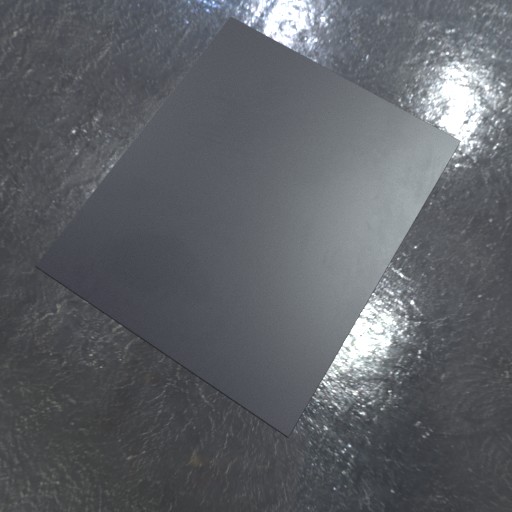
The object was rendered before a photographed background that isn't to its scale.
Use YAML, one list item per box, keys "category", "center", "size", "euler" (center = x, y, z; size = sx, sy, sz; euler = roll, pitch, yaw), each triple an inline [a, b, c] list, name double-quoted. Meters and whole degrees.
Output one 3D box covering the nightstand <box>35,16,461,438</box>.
- category: "nightstand"
  center: [0.000, 0.000, 0.921]
  size: [0.402, 0.623, 0.479]
  euler: [32, 78, 8]
